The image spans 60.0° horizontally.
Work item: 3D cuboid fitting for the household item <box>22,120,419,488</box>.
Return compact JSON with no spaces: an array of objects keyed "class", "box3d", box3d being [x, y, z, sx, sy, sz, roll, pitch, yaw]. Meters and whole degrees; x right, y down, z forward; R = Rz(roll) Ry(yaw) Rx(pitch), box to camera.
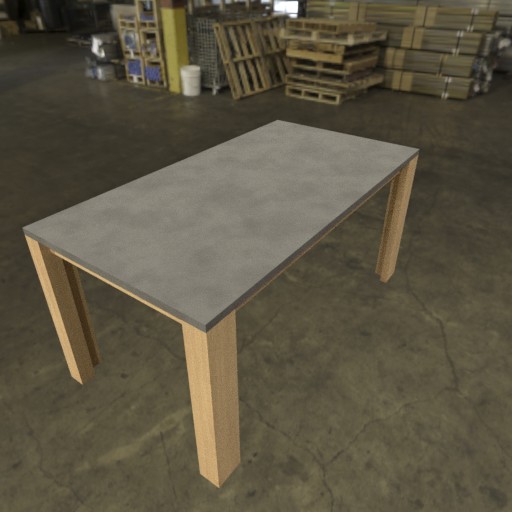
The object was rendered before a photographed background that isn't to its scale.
[{"class":"household item","box3d":[0.000,0.000,2.084,0.850,0.755,1.600,22,39,30]}]
